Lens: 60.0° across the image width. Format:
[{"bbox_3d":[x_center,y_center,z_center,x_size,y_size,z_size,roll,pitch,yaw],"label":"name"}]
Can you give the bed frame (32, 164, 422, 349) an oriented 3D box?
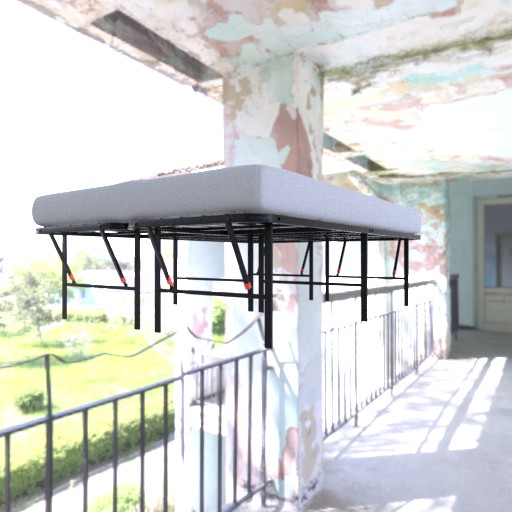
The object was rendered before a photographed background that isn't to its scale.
[{"bbox_3d":[0.000,0.000,2.536,1.372,0.637,1.905,0,0,35],"label":"bed frame"}]
